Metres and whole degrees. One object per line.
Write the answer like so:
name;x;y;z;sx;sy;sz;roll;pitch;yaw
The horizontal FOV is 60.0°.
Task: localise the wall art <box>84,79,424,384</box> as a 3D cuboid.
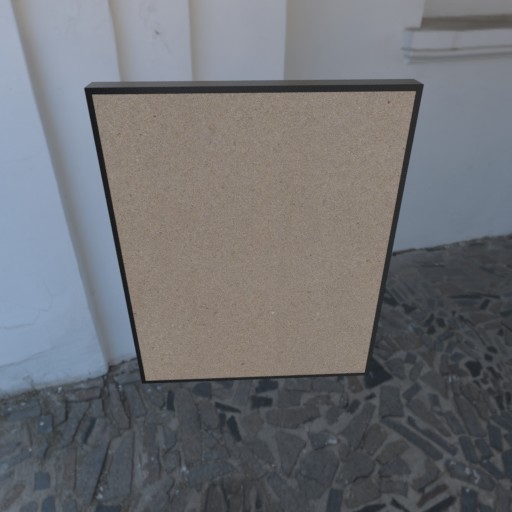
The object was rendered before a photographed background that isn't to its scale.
wall art;0.000;0.000;0.745;0.448;0.551;0.038;-1;32;-2
